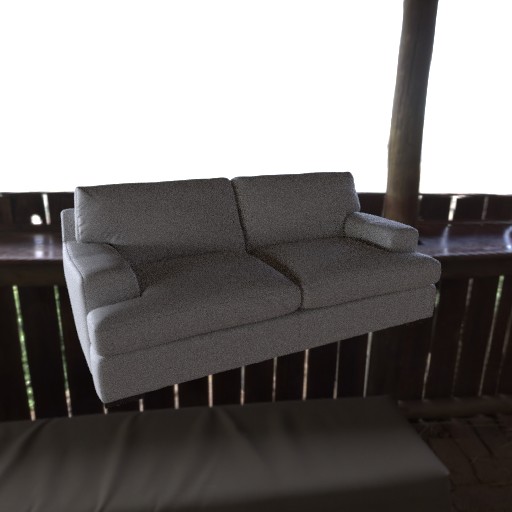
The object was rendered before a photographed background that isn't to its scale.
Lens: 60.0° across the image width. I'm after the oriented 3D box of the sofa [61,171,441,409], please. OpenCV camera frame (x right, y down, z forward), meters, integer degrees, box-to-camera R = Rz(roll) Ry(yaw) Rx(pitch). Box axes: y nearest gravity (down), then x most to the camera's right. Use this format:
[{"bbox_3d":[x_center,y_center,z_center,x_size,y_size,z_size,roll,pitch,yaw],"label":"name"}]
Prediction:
[{"bbox_3d":[0.000,0.000,2.860,2.261,0.940,1.143,-8,18,-26],"label":"sofa"}]
